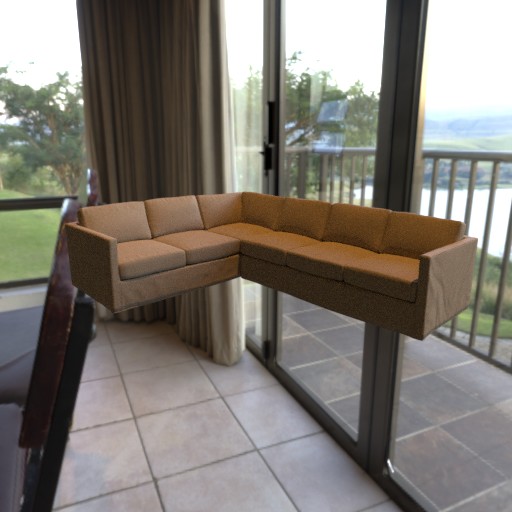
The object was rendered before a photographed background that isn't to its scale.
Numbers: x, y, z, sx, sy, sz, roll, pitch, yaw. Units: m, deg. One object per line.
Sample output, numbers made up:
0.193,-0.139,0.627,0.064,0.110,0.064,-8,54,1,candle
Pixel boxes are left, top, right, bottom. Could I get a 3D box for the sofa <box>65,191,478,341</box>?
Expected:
0.000,0.000,4.282,2.432,0.871,3.182,-14,20,-41,sofa
